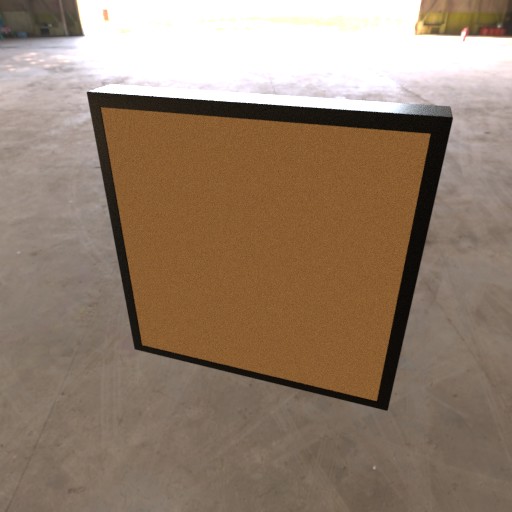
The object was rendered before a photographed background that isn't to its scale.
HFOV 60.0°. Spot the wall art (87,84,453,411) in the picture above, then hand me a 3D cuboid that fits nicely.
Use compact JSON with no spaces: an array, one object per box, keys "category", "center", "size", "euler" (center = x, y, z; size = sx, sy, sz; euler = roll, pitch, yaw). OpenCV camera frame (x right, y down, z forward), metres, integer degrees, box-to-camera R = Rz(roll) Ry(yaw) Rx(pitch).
[{"category":"wall art","center":[0.000,0.000,0.438],"size":[0.299,0.299,0.037],"euler":[9,32,15]}]
